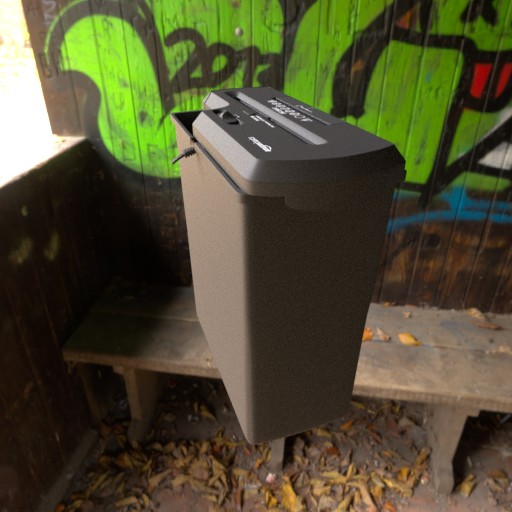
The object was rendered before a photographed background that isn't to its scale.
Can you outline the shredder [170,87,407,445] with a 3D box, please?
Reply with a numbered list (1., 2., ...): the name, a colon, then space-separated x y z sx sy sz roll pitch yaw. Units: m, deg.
1. shredder: 0.000 0.000 0.519 0.170 0.335 0.320 -10 32 -17
